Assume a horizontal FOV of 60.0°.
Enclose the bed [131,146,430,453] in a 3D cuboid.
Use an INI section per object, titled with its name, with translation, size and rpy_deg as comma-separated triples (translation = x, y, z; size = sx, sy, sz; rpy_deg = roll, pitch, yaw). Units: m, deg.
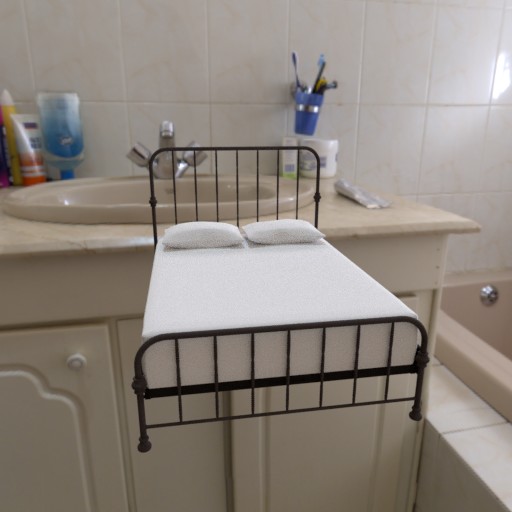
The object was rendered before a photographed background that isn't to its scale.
[bed]
translation = 0.000, 0.000, 3.228
size = 1.616, 1.446, 2.134
rpy_deg = -3, 17, -9
